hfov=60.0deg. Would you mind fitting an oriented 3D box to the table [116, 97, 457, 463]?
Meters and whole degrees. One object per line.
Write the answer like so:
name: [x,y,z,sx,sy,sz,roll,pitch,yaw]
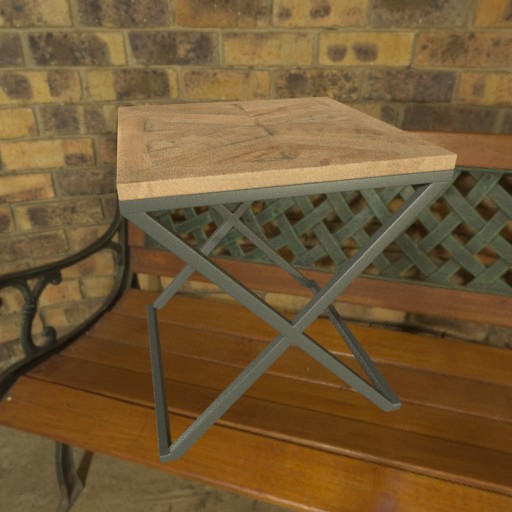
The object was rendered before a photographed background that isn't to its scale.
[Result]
table: [0.000,0.000,0.952,0.498,0.550,0.499,-7,30,-13]
